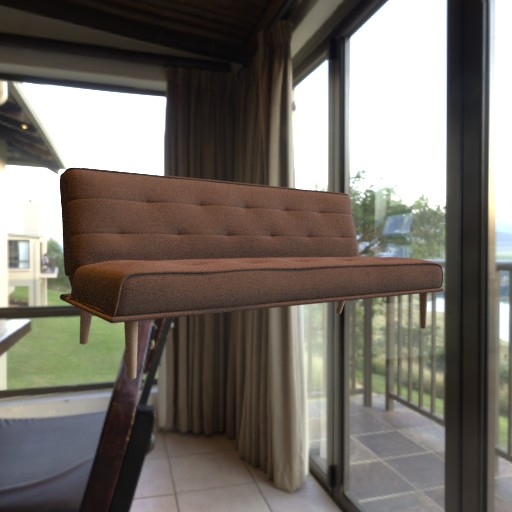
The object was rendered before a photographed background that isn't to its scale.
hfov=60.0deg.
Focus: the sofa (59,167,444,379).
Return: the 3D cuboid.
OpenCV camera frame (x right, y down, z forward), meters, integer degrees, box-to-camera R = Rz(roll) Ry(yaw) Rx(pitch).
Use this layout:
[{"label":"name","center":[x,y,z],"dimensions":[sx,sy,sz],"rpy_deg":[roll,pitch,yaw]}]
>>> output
[{"label":"sofa","center":[0.000,0.000,2.325],"dimensions":[1.820,0.810,1.038],"rpy_deg":[-1,1,-35]}]
